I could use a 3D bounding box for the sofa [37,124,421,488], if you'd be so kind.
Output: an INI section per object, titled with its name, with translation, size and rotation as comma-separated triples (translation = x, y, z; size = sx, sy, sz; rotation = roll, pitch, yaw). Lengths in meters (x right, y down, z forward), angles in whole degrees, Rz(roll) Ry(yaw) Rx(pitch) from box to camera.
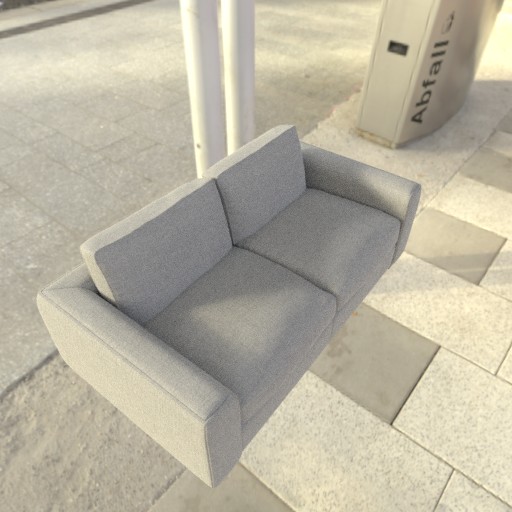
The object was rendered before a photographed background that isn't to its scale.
[sofa]
translation = 0.000, 0.000, 2.386
size = 1.069, 0.800, 1.920
rotation = 27, 49, 27
